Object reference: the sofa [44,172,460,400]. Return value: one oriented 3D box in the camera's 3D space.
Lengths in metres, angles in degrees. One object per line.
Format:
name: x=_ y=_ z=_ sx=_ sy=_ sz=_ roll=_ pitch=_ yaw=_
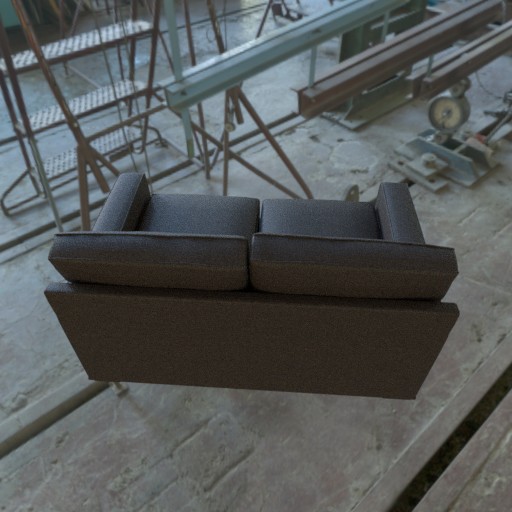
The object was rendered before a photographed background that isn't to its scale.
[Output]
sofa: x=0.000 y=0.000 z=2.119 sx=1.534 sy=0.887 sz=0.974 roll=3 pitch=46 yaw=3
